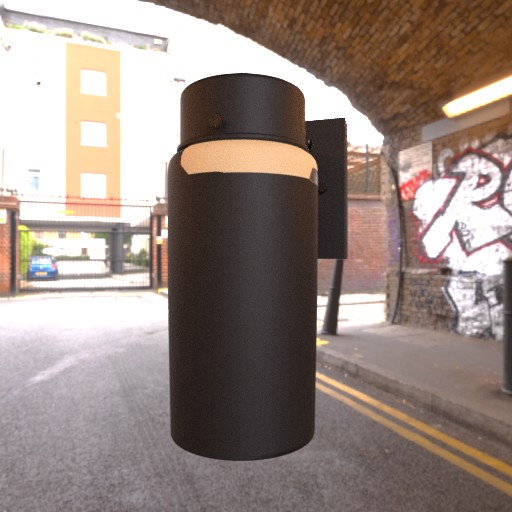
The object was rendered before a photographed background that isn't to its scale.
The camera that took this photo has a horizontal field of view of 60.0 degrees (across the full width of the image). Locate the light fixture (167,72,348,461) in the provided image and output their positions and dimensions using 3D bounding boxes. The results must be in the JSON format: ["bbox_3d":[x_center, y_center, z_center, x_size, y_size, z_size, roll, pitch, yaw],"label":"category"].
[{"bbox_3d":[0.000,0.000,0.360,0.130,0.257,0.176,0,0,17],"label":"light fixture"}]
